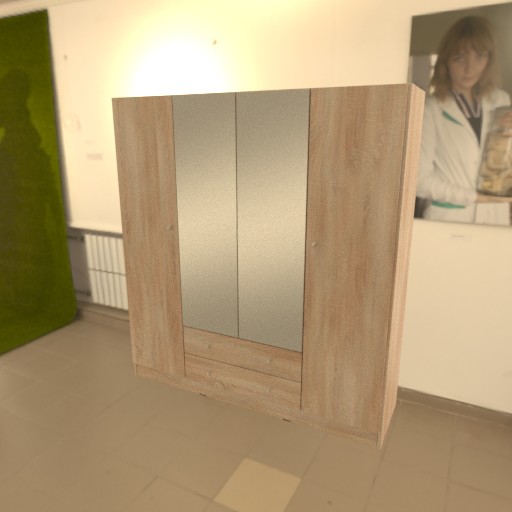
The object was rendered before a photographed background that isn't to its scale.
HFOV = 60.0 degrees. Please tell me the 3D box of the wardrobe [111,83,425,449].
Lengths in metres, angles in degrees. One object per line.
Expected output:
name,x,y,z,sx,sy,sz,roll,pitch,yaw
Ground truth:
wardrobe,0.000,0.000,3.146,1.998,2.159,0.598,8,17,26
